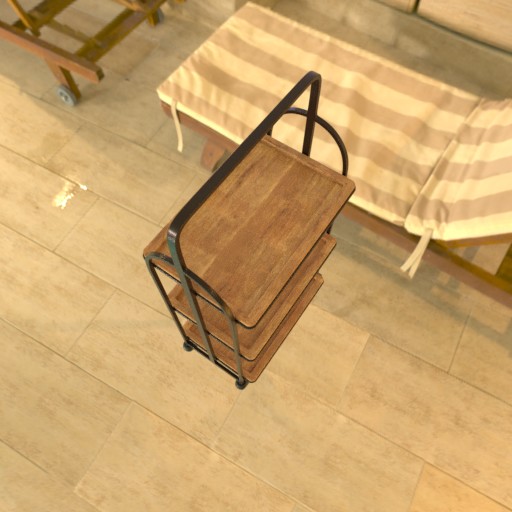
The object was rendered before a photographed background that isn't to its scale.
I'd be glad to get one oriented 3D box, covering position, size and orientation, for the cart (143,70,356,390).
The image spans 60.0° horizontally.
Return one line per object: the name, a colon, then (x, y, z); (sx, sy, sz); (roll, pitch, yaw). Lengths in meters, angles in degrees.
cart: (0.000, 0.000, 1.280); (0.327, 1.001, 0.553); (32, 67, 15)
